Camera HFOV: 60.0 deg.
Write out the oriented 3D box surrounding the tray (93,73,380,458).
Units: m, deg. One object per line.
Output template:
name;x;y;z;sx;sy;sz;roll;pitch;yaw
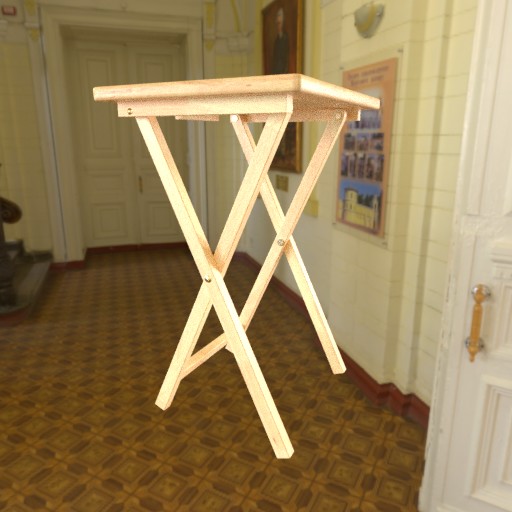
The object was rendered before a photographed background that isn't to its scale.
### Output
tray;0.000;0.000;0.958;0.381;0.660;0.483;8;17;26
